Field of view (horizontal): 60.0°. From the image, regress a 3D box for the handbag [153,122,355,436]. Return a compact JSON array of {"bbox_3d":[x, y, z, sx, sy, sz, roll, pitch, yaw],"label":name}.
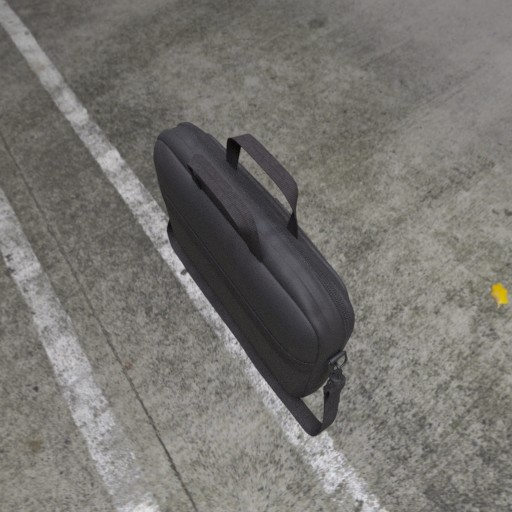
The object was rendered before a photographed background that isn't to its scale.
[{"bbox_3d":[0.000,0.000,0.439,0.089,0.244,0.320,-31,64,-17],"label":"handbag"}]
